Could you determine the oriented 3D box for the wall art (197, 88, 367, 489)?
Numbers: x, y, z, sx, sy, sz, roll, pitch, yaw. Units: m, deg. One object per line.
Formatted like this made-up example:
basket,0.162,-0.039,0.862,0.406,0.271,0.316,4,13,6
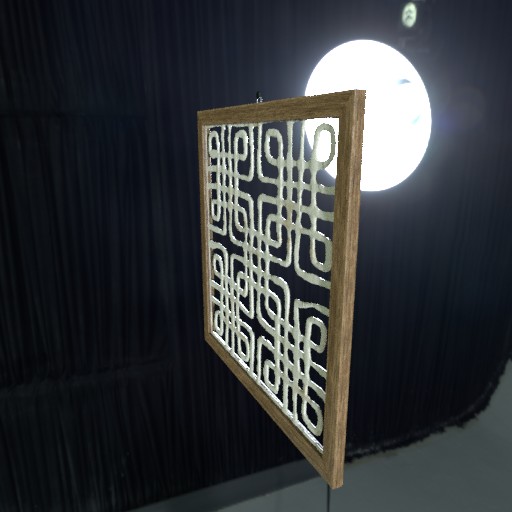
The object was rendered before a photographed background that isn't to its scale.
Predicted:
wall art,0.000,0.000,0.830,0.021,0.582,0.561,-7,17,-25
